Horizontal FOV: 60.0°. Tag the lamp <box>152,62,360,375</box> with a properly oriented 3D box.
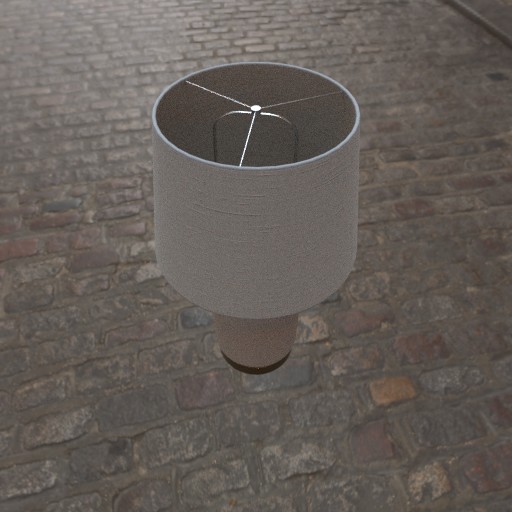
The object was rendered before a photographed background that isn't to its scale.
[{"bbox_3d":[0.000,0.000,0.664,0.285,0.483,0.285,0,47,0],"label":"lamp"}]
